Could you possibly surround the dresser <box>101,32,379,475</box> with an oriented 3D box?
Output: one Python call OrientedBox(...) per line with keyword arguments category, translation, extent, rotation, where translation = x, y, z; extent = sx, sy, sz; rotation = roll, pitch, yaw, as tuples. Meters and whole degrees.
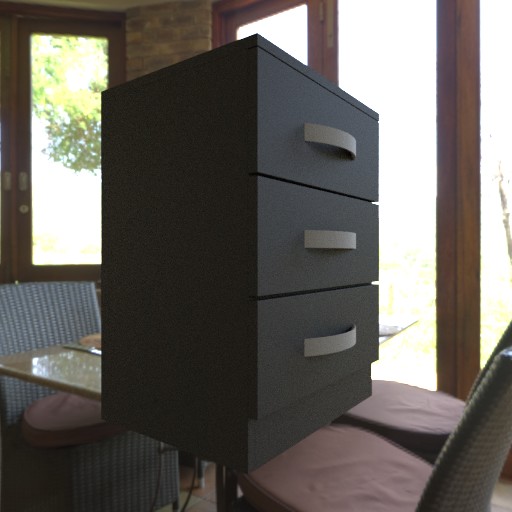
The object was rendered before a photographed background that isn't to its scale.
OrientedBox(category="dresser", translation=(0.000, 0.000, 0.806), extent=(0.360, 0.560, 0.400), rotation=(0, 0, 37))
